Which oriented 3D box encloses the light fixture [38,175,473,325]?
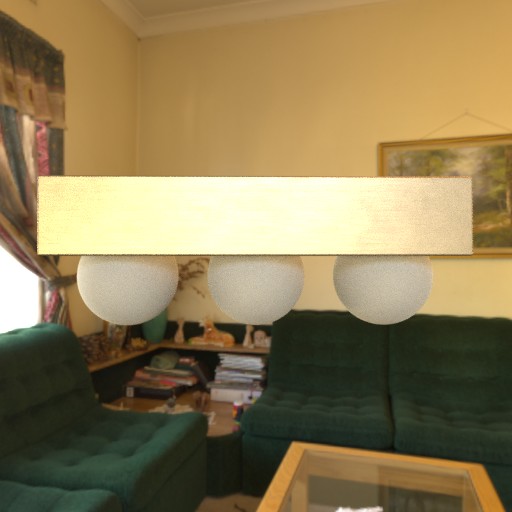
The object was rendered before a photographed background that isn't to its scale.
[{"bbox_3d":[0.000,0.000,0.841,0.721,0.263,0.218,0,-1,-1],"label":"light fixture"}]
